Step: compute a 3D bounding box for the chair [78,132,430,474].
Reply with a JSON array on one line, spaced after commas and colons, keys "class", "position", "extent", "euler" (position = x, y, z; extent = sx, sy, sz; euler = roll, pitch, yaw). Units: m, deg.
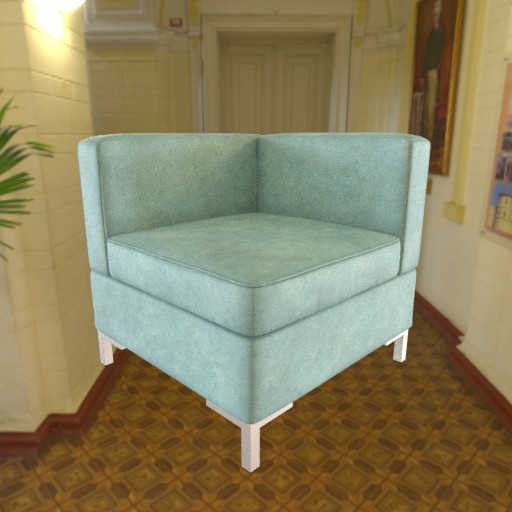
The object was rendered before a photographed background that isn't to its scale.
[{"class": "chair", "position": [0.000, 0.000, 1.227], "extent": [0.684, 0.660, 0.691], "euler": [15, 21, 43]}]
